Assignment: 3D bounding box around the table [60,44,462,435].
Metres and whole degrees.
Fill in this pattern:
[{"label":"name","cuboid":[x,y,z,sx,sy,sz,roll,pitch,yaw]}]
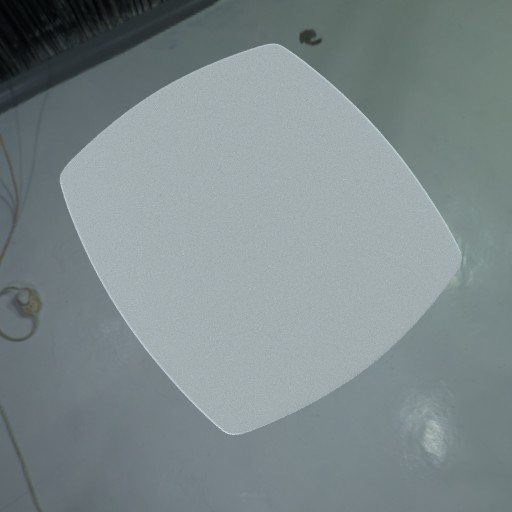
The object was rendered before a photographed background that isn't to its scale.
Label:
[{"label":"table","cuboid":[0.000,0.000,0.832,0.451,0.438,0.502,-35,78,-9]}]
